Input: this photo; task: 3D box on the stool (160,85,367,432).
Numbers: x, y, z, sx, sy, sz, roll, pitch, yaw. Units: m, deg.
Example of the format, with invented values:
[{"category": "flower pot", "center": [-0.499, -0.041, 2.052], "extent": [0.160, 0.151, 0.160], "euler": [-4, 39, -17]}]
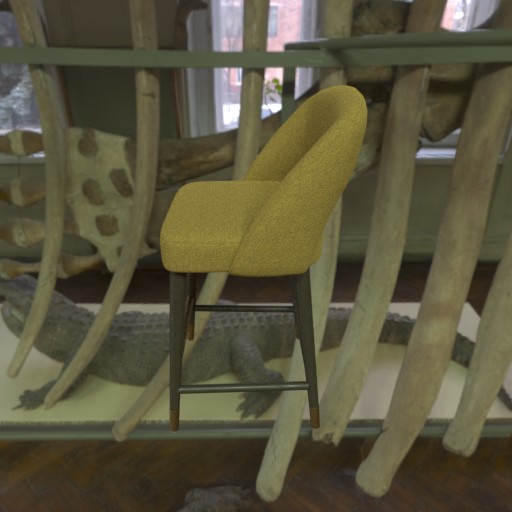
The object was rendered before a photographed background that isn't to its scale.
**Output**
[{"category": "stool", "center": [0.000, 0.000, 1.313], "extent": [0.522, 0.939, 0.536], "euler": [-1, 27, -1]}]
